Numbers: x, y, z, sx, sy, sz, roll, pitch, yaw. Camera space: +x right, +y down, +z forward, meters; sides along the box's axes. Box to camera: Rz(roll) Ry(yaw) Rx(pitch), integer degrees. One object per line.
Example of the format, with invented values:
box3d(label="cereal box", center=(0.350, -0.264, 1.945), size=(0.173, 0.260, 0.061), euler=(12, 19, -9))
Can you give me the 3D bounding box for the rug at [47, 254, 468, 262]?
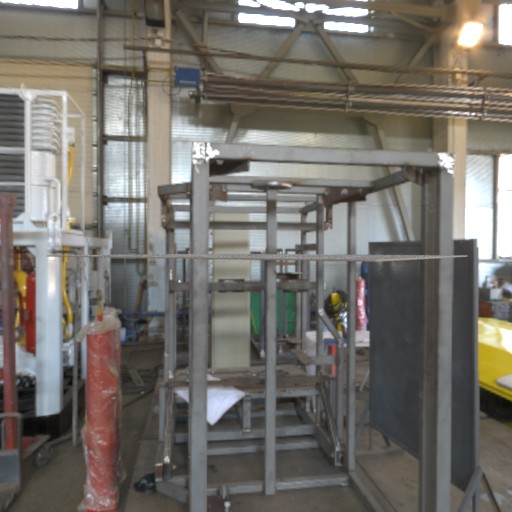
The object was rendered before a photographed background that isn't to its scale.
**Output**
box3d(label="rug", center=(0.000, 0.000, 2.886), size=(2.235, 0.008, 1.600), euler=(1, 1, 36))
